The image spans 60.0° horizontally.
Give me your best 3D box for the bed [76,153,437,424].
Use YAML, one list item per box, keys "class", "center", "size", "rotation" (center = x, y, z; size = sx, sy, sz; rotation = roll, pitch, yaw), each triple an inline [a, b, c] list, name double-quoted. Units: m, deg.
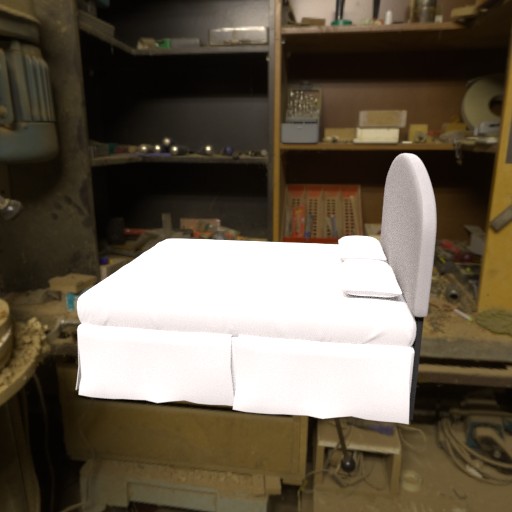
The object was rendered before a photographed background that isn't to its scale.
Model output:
- class: "bed"
  center: [0.000, 0.000, 3.096]
  size: [2.005, 1.410, 1.607]
  rotation: [2, 16, 9]
